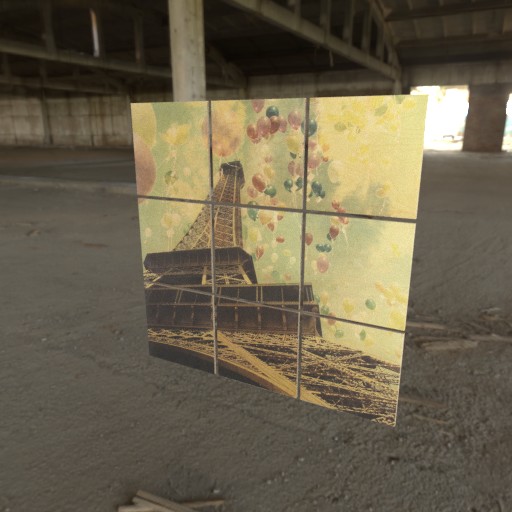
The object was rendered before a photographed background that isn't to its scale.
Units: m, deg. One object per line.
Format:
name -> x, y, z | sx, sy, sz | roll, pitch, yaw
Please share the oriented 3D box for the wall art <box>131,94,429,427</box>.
wall art -> 0.000, 0.000, 1.827 | 1.219, 1.218, 0.013 | 8, 18, 26
